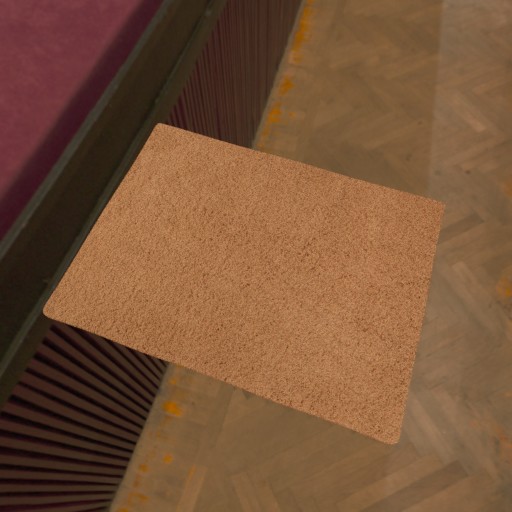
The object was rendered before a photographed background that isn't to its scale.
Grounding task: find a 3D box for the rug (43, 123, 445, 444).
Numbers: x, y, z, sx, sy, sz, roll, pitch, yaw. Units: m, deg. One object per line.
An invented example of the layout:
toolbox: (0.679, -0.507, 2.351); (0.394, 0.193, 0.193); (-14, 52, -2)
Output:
rug: (0.000, 0.000, 2.102); (1.600, 0.025, 1.199); (18, 64, 9)
